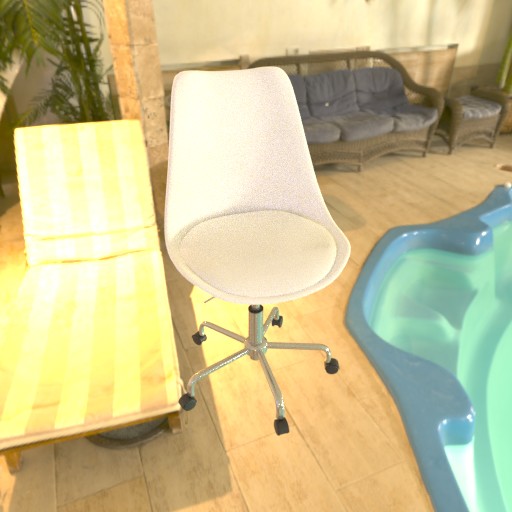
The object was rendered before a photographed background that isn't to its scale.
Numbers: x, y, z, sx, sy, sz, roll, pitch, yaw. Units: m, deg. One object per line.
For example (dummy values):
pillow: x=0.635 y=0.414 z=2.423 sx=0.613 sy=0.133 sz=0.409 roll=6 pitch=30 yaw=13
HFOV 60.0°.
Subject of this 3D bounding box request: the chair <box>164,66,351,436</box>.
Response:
chair: x=0.000 y=0.000 z=1.273 sx=0.550 sy=0.930 sz=0.550 roll=-9 pitch=33 yaw=-14
